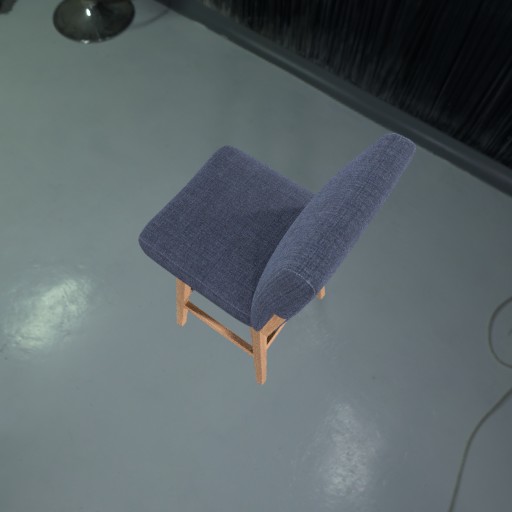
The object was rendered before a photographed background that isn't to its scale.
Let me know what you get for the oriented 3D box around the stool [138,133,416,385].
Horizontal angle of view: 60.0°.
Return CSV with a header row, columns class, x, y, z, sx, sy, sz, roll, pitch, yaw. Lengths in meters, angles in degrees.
class,x,y,z,sx,sy,sz,roll,pitch,yaw
stool,0.000,0.000,1.426,0.570,1.112,0.483,33,69,15
